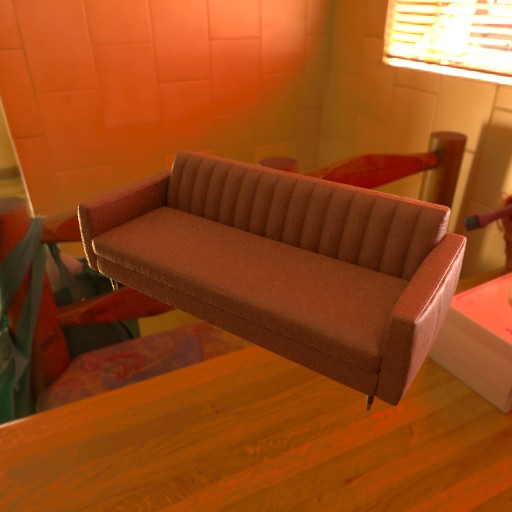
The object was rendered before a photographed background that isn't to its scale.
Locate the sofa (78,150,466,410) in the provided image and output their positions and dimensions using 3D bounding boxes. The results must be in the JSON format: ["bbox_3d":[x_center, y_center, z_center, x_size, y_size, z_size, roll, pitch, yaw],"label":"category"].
[{"bbox_3d":[0.000,0.000,2.809,2.291,0.821,0.990,19,35,29],"label":"sofa"}]
